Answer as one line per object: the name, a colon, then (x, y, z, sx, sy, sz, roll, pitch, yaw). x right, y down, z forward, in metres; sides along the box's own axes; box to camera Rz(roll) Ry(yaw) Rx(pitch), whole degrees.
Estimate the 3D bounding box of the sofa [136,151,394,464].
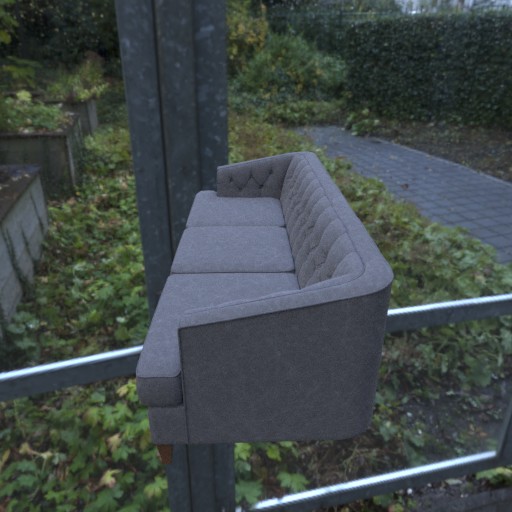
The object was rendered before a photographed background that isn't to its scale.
sofa: (0.000, 0.000, 2.570, 0.917, 0.806, 2.247, 0, 25, -1)
